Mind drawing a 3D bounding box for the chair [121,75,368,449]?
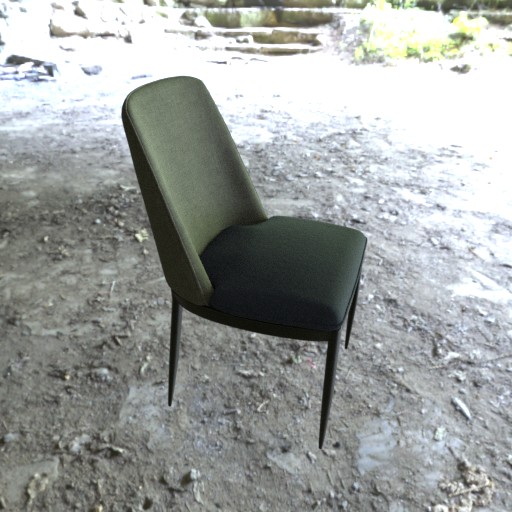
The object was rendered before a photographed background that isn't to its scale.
[{"bbox_3d":[0.000,0.000,1.189,0.550,0.855,0.488,10,33,17],"label":"chair"}]
